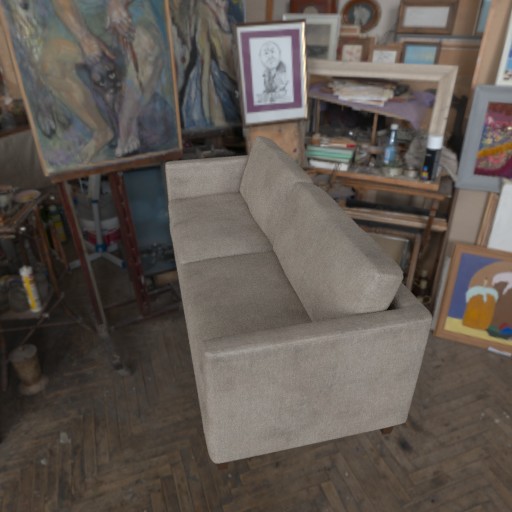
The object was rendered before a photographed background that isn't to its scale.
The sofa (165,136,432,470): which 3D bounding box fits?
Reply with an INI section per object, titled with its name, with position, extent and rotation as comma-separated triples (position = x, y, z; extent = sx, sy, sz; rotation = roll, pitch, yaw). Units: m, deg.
[sofa]
position = 0.000, 0.000, 2.708
extent = 0.951, 0.965, 2.208
rotation = -7, 31, -12
